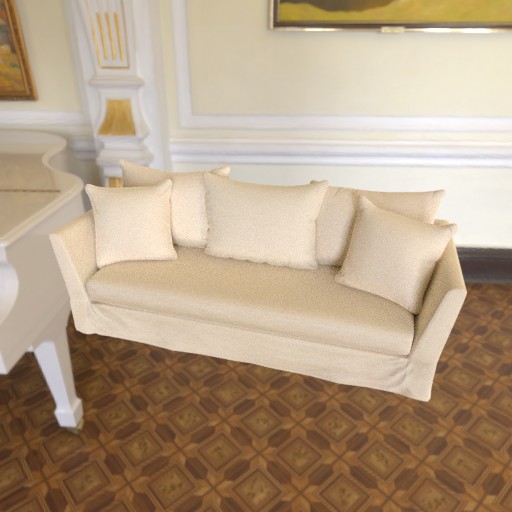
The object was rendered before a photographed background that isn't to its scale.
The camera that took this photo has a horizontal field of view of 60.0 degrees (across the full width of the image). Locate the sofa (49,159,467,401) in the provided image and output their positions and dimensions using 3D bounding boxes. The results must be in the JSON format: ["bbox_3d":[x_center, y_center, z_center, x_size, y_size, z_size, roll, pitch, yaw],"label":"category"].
[{"bbox_3d":[0.000,0.000,3.036,2.484,1.042,1.030,8,28,15],"label":"sofa"}]
